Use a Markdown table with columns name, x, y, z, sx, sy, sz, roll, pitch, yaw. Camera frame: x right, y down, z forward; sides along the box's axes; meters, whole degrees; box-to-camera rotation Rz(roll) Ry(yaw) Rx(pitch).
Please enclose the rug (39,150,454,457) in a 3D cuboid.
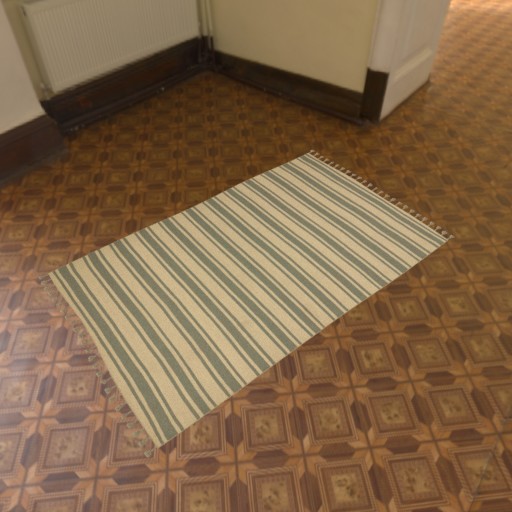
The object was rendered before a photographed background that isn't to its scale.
| name | x | y | z | sx | sy | sz | roll | pitch | yaw |
| --- | --- | --- | --- | --- | --- | --- | --- | --- | --- |
| rug | 0.000 | 0.000 | 2.532 | 2.084 | 0.009 | 1.222 | -29 | 52 | -26 |
